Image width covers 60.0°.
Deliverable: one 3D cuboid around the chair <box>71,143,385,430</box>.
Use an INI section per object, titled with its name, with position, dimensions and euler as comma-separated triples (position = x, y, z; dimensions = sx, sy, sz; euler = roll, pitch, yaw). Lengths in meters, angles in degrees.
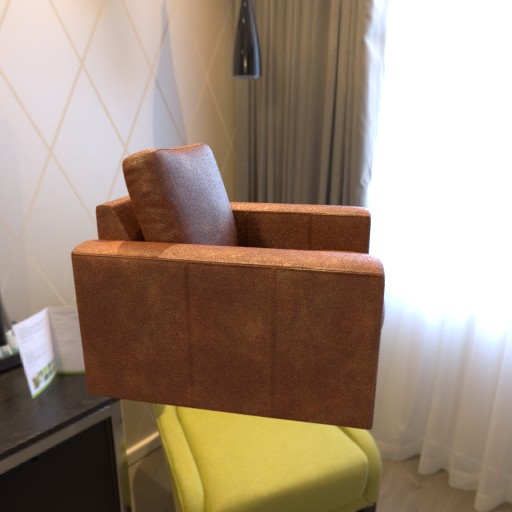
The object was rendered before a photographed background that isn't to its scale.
[chair]
position = 0.000, 0.000, 1.818
dimensions = 1.016, 0.873, 1.005
euler = 3, 17, 11
